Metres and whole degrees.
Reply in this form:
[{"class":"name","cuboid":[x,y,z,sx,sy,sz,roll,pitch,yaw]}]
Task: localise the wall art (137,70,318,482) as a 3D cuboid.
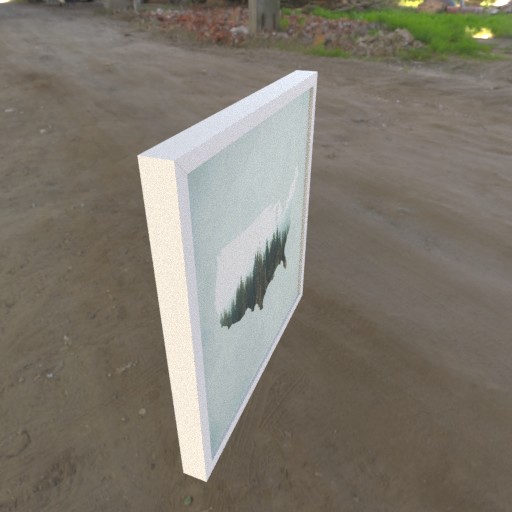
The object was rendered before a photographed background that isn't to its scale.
[{"class":"wall art","cuboid":[0.000,0.000,0.448,0.024,0.304,0.304,12,34,18]}]
